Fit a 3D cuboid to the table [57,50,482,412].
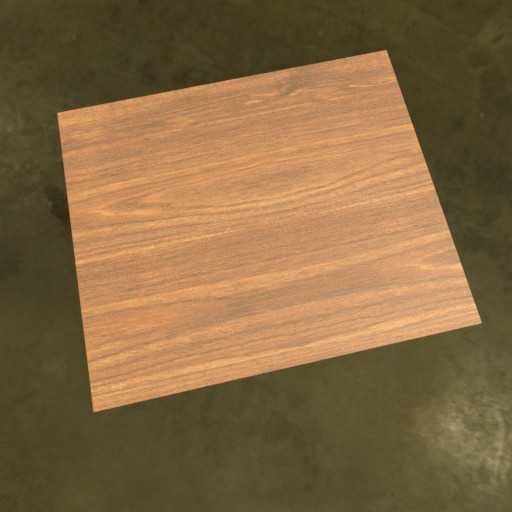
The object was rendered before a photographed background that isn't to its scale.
[{"bbox_3d":[0.000,0.000,1.109,0.660,0.635,0.559,-12,76,-3],"label":"table"}]
